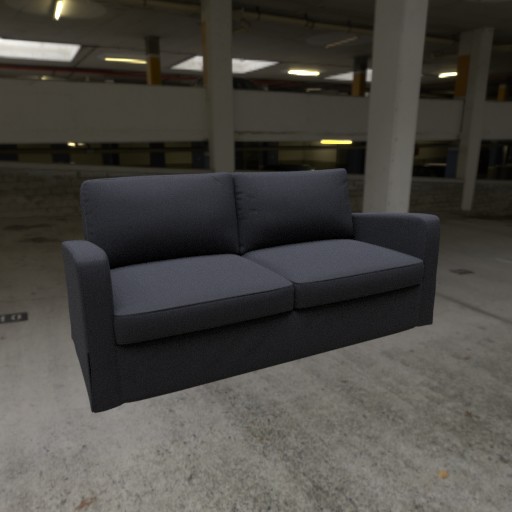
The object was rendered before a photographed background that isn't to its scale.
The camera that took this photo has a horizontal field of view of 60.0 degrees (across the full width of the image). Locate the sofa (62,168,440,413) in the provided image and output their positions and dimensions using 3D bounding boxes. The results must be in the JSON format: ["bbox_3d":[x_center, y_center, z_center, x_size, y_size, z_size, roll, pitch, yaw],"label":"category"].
[{"bbox_3d":[0.000,0.000,2.356,1.852,0.839,0.898,-8,17,-26],"label":"sofa"}]
